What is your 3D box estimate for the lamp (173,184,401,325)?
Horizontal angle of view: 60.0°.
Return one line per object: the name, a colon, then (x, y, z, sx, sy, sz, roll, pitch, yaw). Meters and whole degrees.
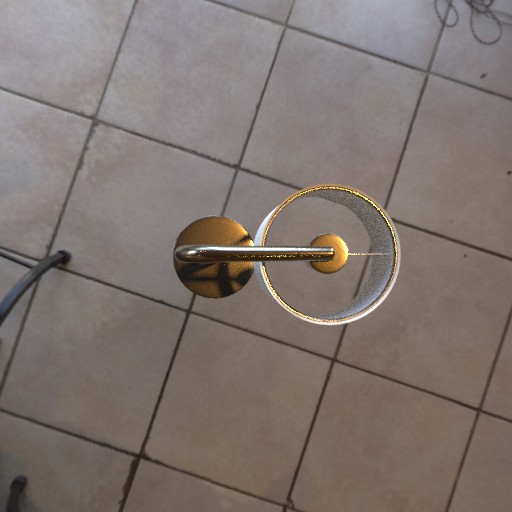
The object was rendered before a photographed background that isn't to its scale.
lamp: (0.000, 0.000, 0.653, 0.333, 0.489, 0.171, 0, 89, 0)
